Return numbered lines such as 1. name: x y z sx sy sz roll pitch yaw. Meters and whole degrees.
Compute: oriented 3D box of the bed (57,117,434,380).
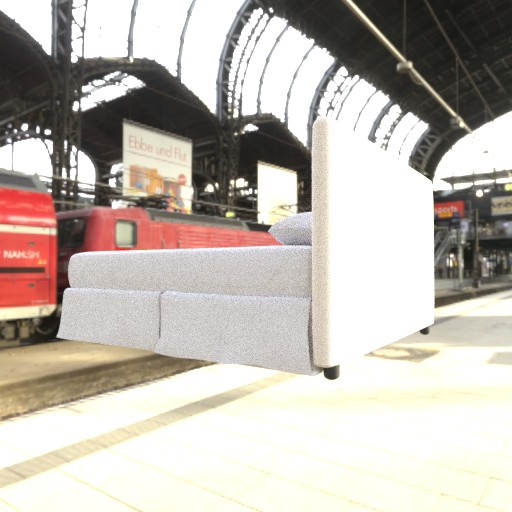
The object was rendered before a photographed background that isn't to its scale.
1. bed: 0.000 0.000 3.628 2.341 1.317 2.119 -1 -2 35
